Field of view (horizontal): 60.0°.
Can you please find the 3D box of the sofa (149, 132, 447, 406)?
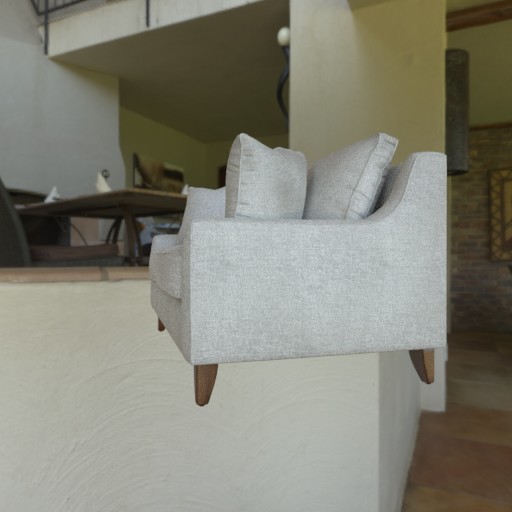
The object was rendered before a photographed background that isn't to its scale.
[{"bbox_3d":[0.000,0.000,2.012,0.915,0.863,1.422,0,0,-17],"label":"sofa"}]
